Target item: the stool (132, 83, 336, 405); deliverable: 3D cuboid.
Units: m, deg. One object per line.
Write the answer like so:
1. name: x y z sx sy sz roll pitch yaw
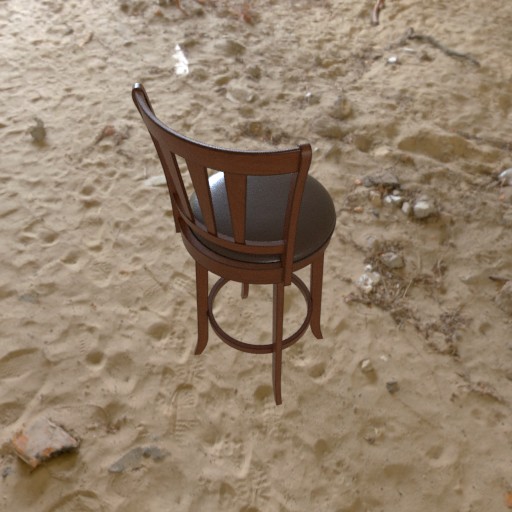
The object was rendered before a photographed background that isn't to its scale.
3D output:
1. stool: 0.000 0.000 1.441 0.464 1.177 0.503 26 53 21
